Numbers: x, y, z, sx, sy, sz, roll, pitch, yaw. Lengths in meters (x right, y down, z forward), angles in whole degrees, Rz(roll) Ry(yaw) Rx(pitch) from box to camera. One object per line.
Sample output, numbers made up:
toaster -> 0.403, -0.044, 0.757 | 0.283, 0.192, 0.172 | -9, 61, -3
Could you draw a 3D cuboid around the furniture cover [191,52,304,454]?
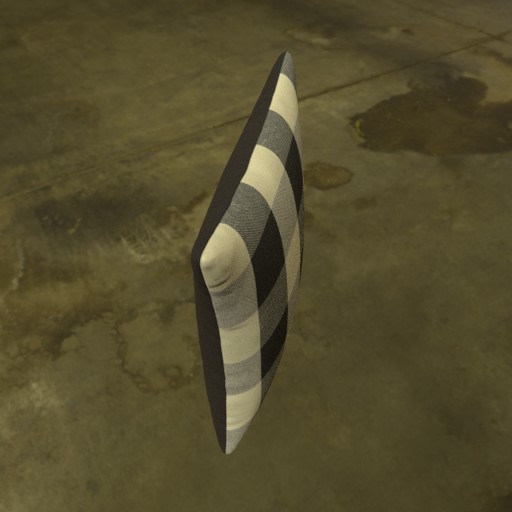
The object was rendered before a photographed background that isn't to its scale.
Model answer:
furniture cover -> 0.000, 0.000, 0.778 | 0.161, 0.509, 0.511 | 9, 47, 8
